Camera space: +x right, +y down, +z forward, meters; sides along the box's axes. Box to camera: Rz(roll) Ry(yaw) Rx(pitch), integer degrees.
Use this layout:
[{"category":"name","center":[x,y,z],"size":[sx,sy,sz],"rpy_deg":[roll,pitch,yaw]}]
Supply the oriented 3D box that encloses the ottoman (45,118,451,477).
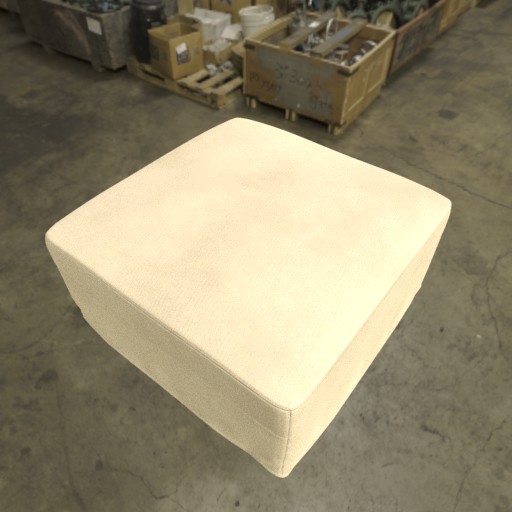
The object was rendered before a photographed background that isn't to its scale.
[{"category":"ottoman","center":[0.000,0.000,1.340],"size":[0.842,0.441,0.843],"rpy_deg":[29,52,26]}]
